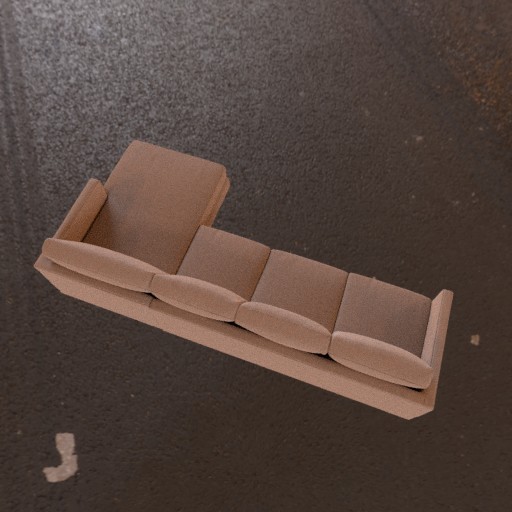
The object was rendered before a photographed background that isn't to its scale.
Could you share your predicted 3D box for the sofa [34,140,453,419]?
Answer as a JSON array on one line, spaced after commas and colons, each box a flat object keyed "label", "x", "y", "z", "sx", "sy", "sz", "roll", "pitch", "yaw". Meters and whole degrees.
[{"label": "sofa", "x": 0.000, "y": 0.000, "z": 3.816, "sx": 3.186, "sy": 0.861, "sz": 1.625, "roll": 18, "pitch": 65, "yaw": 9}]
